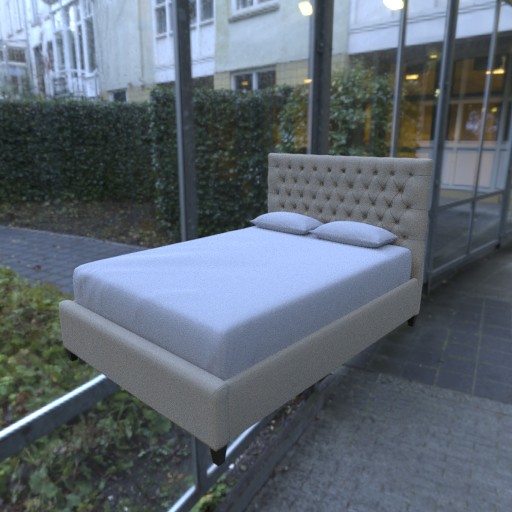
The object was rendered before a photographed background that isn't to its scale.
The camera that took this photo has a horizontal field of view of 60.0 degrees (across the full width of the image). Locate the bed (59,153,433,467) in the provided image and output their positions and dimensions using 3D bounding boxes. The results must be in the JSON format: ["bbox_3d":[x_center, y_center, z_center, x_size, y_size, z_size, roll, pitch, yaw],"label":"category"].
[{"bbox_3d":[0.000,0.000,3.392,1.698,1.427,2.387,14,20,41],"label":"bed"}]
